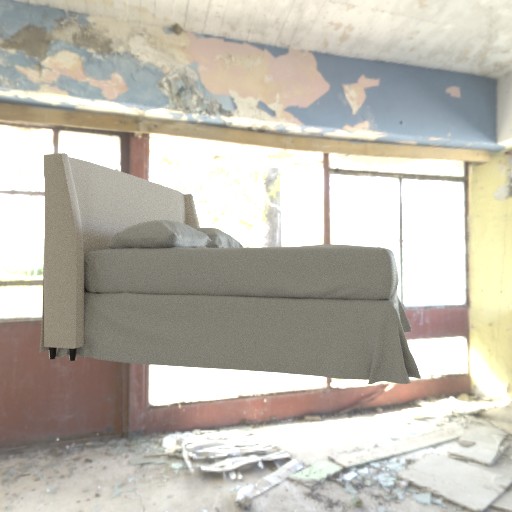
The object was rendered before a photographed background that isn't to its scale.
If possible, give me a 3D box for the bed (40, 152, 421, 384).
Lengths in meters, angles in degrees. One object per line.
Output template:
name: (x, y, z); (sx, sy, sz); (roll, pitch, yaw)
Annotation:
bed: (0.000, 0.000, 3.369); (2.276, 1.332, 1.925); (0, -1, 18)
